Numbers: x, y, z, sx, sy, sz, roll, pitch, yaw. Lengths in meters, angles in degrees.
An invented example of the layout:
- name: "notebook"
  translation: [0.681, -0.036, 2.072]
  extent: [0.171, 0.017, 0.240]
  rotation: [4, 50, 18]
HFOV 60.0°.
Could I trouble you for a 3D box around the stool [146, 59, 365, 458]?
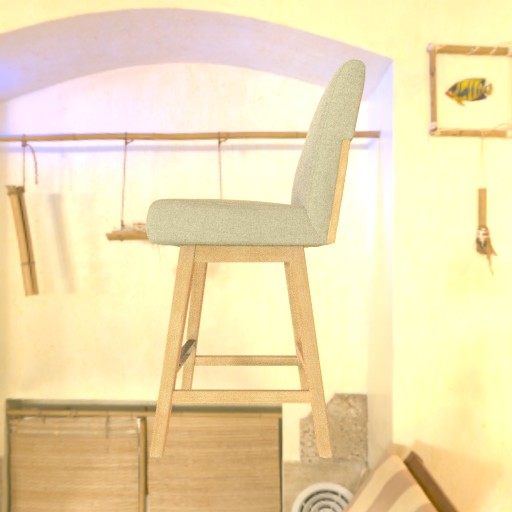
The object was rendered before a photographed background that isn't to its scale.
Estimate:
- name: "stool"
  translation: [0.000, 0.000, 1.425]
  extent: [0.606, 1.085, 0.507]
  rotation: [0, 0, 0]
